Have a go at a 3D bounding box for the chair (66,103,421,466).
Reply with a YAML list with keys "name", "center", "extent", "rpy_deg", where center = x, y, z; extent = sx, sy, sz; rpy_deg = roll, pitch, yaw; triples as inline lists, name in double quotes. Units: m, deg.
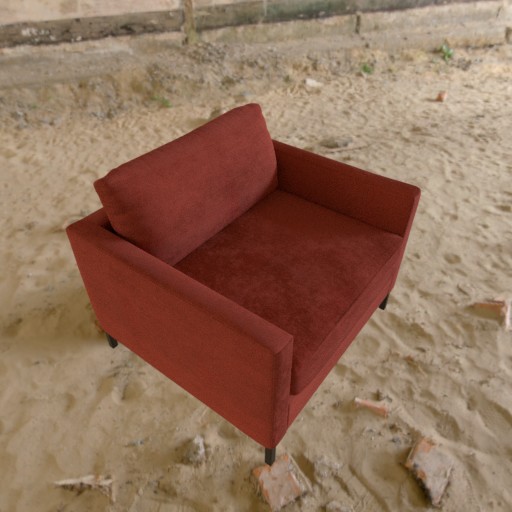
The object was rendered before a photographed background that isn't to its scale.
- name: "chair"
  center: [0.000, 0.000, 1.661]
  extent: [0.875, 0.812, 0.964]
  rpy_deg: [26, 47, 27]
